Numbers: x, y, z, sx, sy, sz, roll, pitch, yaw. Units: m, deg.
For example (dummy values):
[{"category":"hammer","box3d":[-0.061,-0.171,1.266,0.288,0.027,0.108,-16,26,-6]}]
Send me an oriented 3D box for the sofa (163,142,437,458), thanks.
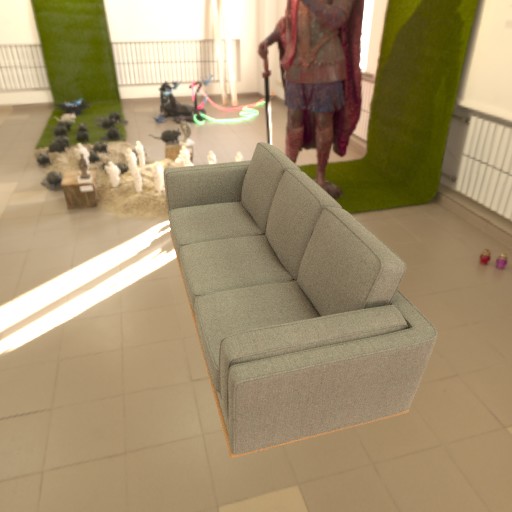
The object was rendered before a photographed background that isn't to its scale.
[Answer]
[{"category":"sofa","box3d":[0.000,0.000,2.749,0.903,0.899,2.362,-8,31,-14]}]
